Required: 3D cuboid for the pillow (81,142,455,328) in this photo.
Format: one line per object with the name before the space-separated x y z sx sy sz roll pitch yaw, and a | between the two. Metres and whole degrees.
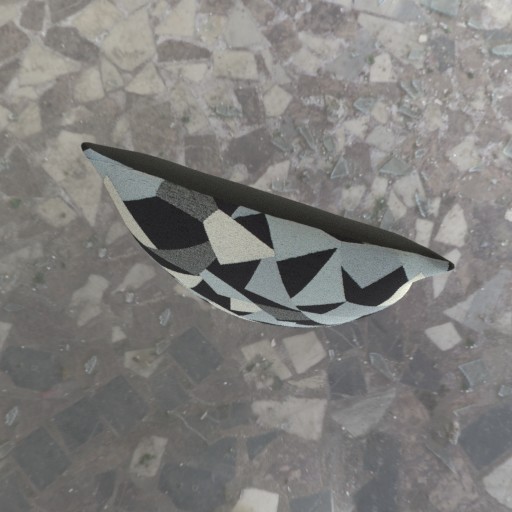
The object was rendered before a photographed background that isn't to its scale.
pillow | 0.000 0.000 0.779 0.503 0.496 0.208 18 77 4
